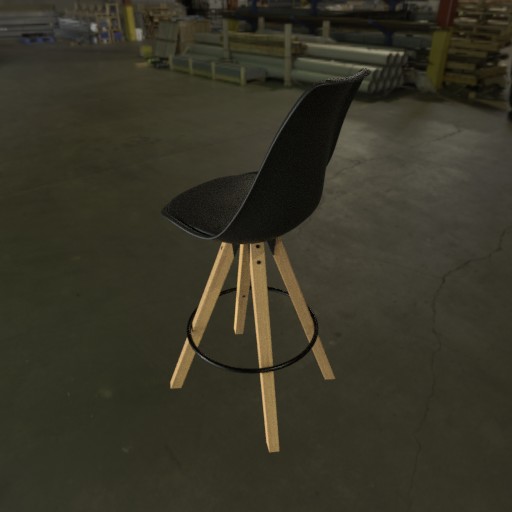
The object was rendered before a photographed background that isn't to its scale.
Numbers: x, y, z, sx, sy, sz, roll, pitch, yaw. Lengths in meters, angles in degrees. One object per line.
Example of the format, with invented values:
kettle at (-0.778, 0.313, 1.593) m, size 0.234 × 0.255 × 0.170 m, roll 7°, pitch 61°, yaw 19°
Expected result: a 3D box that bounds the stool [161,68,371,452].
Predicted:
stool at (0.000, 0.000, 1.388) m, size 0.550 × 1.115 × 0.485 m, roll 21°, pitch 37°, yaw 30°
